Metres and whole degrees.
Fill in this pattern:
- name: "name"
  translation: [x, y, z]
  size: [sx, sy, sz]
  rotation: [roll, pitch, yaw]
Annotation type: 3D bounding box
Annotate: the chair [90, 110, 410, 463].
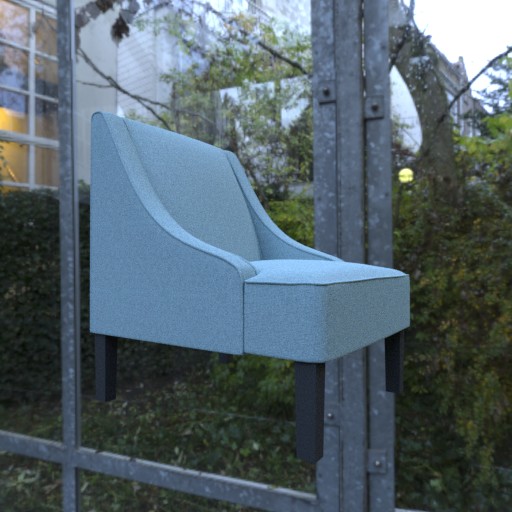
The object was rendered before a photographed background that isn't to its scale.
- name: "chair"
  translation: [0.000, 0.000, 1.806]
  size: [1.025, 1.133, 0.857]
  rotation: [0, 0, 35]
